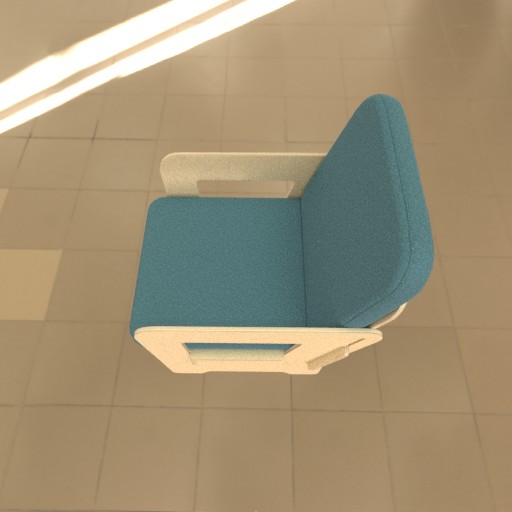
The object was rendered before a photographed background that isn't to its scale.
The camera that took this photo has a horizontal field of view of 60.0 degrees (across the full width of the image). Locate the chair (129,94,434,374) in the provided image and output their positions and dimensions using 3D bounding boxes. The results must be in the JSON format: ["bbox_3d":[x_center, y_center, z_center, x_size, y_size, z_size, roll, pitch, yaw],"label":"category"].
[{"bbox_3d":[0.000,0.000,1.200,0.657,0.747,0.547,0,60,0],"label":"chair"}]
